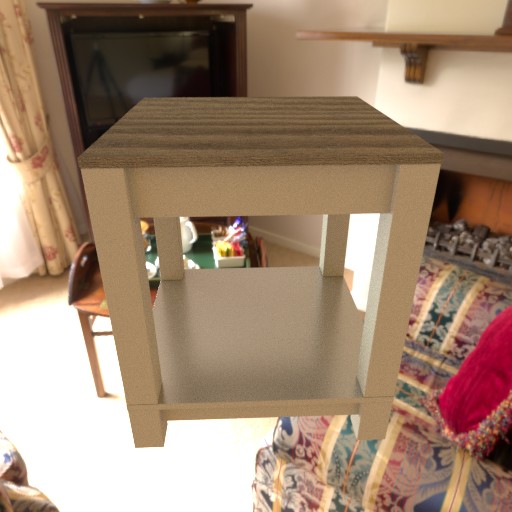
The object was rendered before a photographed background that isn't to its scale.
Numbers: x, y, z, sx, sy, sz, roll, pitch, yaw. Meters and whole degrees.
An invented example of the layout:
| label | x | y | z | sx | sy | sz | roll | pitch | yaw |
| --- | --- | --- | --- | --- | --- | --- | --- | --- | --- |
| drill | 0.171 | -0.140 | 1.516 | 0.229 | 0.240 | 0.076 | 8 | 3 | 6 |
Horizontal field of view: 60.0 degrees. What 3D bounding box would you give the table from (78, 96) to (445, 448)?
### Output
| label | x | y | z | sx | sy | sz | roll | pitch | yaw |
| --- | --- | --- | --- | --- | --- | --- | --- | --- | --- |
| table | 0.000 | 0.000 | 0.972 | 0.506 | 0.587 | 0.504 | -1 | 28 | -2 |
